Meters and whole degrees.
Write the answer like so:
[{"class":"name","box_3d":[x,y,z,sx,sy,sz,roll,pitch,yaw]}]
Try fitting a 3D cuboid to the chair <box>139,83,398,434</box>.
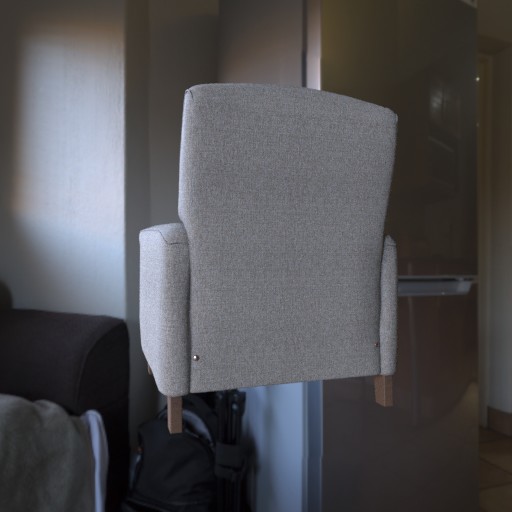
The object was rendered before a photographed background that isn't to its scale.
[{"class":"chair","box_3d":[0.000,0.000,1.705,0.848,1.014,0.864,0,0,-19]}]
